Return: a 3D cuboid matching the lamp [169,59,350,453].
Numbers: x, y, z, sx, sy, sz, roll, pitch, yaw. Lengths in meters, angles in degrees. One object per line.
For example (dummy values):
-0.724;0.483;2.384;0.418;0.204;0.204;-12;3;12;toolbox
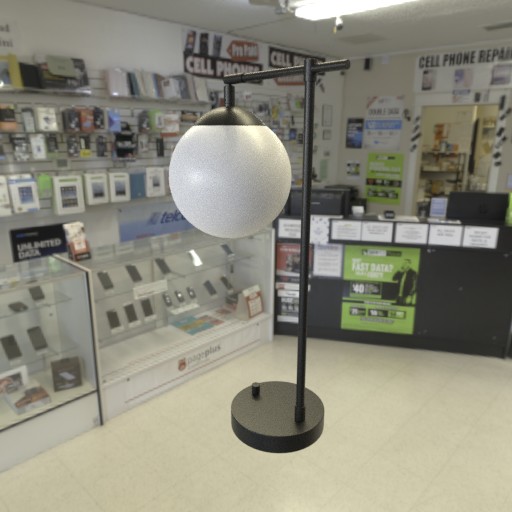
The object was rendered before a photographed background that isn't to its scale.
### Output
0.000;0.000;0.709;0.197;0.559;0.316;-14;21;-42;lamp
